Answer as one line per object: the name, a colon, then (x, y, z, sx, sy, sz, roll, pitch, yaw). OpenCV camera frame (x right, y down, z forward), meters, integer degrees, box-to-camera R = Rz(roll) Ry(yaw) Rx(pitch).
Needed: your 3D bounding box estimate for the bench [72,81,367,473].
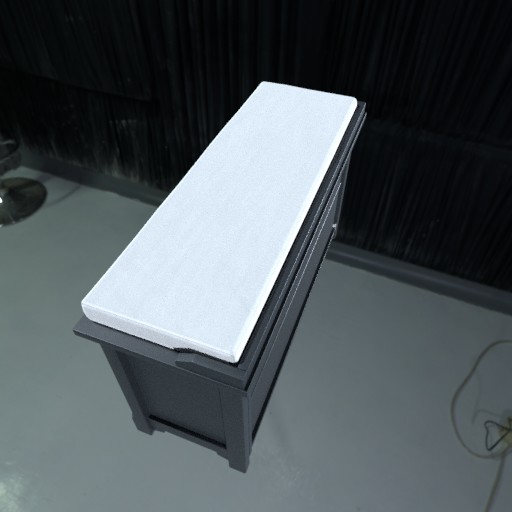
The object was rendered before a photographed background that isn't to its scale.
bench: (0.000, 0.000, 1.238, 0.345, 0.561, 0.973, 16, 49, 14)
